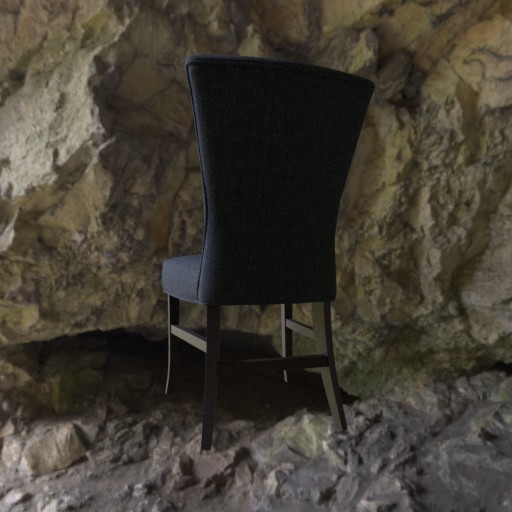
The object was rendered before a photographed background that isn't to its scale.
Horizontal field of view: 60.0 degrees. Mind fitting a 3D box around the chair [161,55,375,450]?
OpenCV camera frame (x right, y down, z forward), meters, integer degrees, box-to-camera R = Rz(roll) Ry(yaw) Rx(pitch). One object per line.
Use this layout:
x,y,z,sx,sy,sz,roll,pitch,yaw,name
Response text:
0.000,0.000,1.384,0.520,0.991,0.660,0,0,-18,chair
